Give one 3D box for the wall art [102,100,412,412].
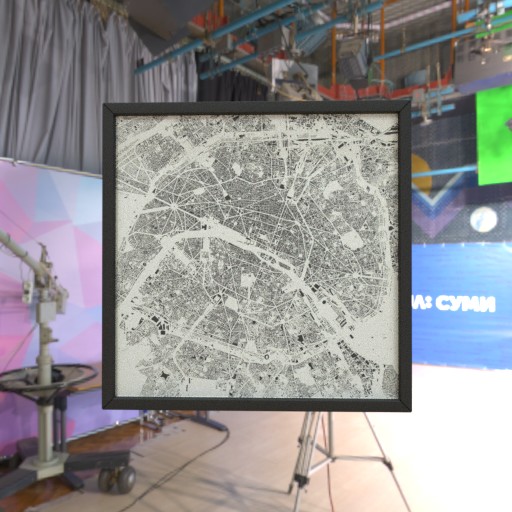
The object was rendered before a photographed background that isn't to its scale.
[{"bbox_3d":[0.000,0.000,0.453,0.305,0.305,0.037,0,0,2],"label":"wall art"}]
